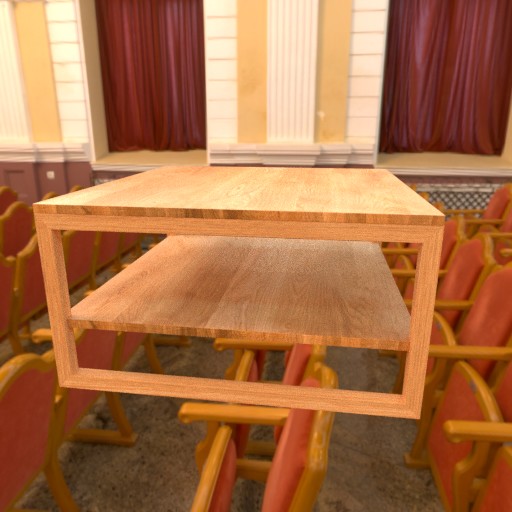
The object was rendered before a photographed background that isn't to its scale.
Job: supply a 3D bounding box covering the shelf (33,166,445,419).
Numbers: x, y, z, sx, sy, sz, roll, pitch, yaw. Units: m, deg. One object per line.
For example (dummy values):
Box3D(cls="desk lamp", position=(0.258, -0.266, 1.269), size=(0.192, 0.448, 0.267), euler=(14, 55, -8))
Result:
Box3D(cls="shelf", position=(0.000, 0.000, 1.442), size=(0.899, 0.480, 0.899), euler=(2, 17, 8))
